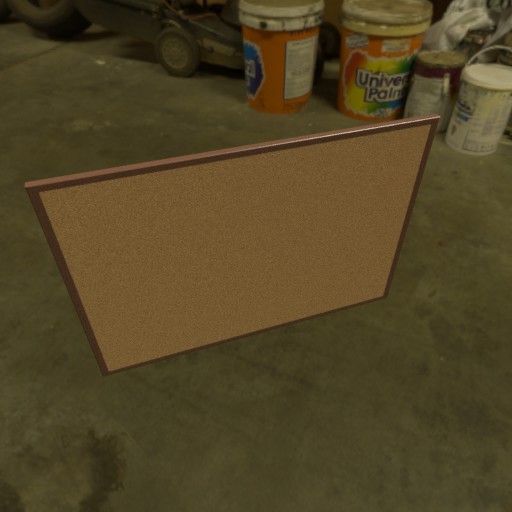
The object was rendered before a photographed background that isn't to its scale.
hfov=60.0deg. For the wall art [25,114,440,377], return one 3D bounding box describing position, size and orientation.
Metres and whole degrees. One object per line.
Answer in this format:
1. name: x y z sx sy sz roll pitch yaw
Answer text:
1. wall art: 0.000 0.000 0.831 0.660 0.455 0.014 -13 44 -14
